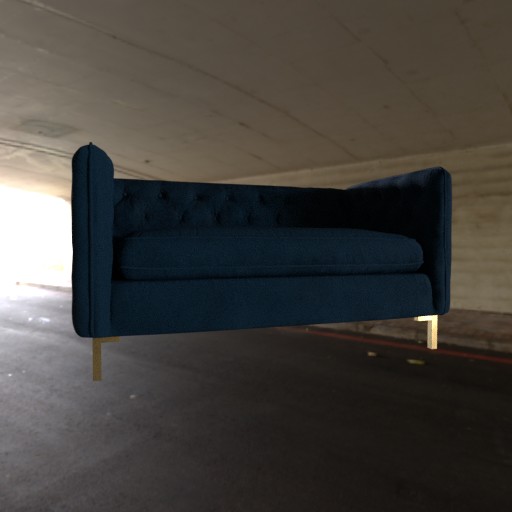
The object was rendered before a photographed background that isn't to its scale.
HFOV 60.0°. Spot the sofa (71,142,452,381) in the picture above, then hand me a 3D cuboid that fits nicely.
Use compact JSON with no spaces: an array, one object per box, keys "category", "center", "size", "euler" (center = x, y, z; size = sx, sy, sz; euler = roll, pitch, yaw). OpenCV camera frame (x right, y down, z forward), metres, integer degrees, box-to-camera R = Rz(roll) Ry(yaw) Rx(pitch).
[{"category":"sofa","center":[0.000,0.000,2.106],"size":[1.583,0.810,0.909],"euler":[-1,2,-19]}]
